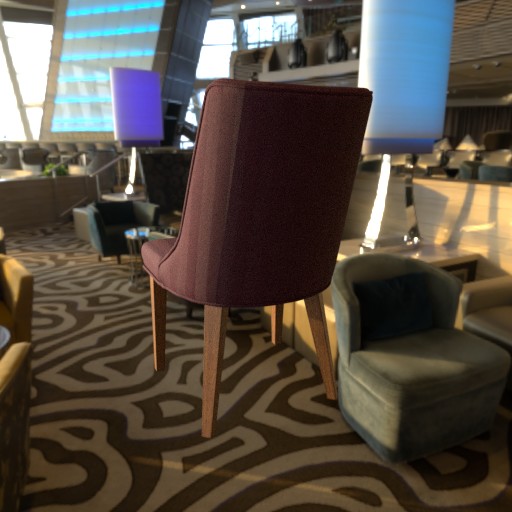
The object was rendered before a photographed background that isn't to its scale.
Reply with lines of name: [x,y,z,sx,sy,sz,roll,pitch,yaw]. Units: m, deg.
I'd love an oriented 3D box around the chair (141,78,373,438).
chair: [0.000,0.000,1.314,0.548,0.916,0.638,-7,16,-25]
